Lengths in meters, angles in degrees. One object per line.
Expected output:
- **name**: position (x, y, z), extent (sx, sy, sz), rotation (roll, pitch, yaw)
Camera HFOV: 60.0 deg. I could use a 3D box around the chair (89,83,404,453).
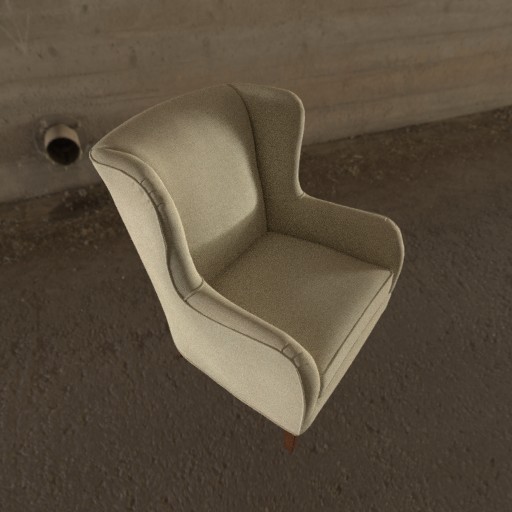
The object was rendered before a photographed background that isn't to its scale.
- **chair**: position (0.000, 0.000, 1.767), extent (0.966, 1.040, 0.838), rotation (25, 47, 26)
